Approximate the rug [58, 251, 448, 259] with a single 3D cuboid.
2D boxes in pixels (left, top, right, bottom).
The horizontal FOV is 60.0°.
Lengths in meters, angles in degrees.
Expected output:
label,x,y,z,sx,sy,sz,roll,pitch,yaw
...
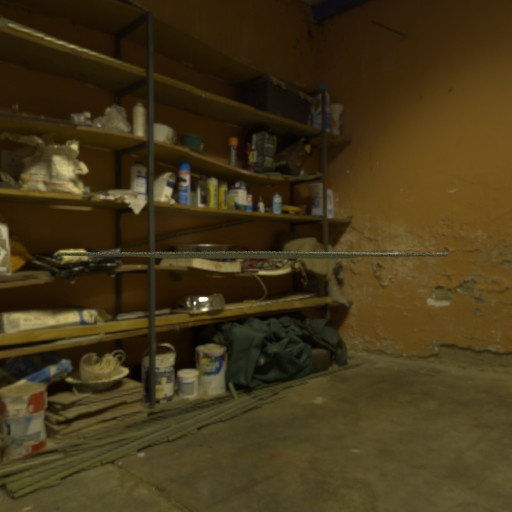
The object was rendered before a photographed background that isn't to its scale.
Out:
label,x,y,z,sx,sy,sz,roll,pitch,yaw
rug,0.000,0.000,2.972,1.613,0.030,2.306,0,-1,1
